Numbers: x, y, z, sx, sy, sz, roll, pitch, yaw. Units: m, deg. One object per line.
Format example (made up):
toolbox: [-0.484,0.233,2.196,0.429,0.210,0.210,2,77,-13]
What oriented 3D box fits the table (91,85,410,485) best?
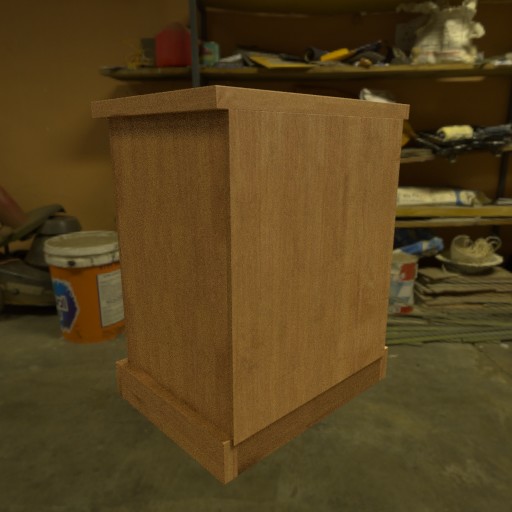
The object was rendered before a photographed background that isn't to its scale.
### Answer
table: [0.000,0.000,1.247,0.660,0.813,0.500,-14,20,-42]
